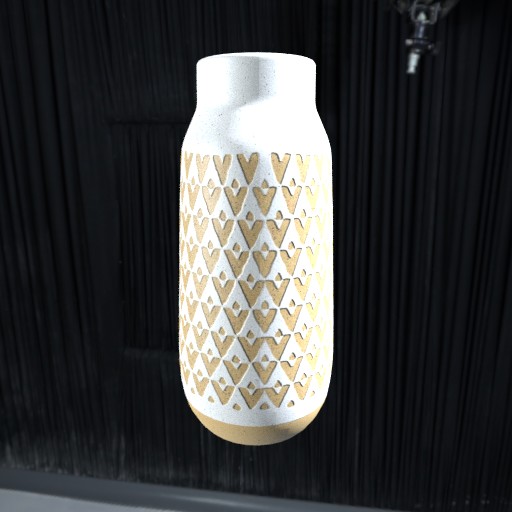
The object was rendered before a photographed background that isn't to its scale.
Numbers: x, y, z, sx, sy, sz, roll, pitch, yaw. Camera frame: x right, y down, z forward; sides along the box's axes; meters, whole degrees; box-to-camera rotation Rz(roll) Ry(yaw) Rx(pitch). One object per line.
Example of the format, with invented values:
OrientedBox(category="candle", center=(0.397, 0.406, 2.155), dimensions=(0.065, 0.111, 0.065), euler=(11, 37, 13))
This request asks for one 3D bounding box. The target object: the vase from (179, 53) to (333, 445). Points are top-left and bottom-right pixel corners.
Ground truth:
OrientedBox(category="vase", center=(0.000, 0.000, 0.380), dimensions=(0.137, 0.307, 0.137), euler=(0, 15, 0))
